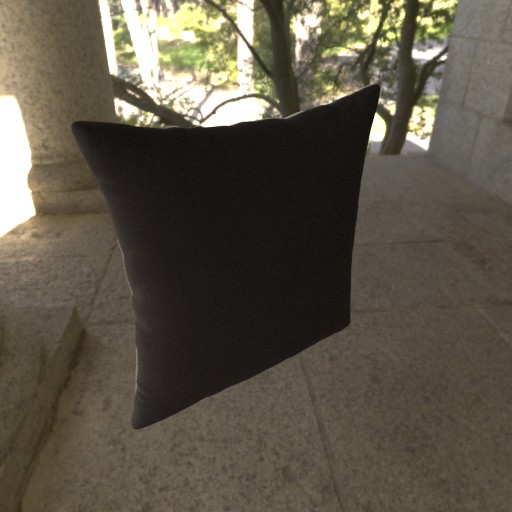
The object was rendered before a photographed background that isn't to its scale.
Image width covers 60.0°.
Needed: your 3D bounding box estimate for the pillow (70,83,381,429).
[{"bbox_3d":[0.000,0.000,0.749,0.511,0.509,0.161,-19,34,-30],"label":"pillow"}]
